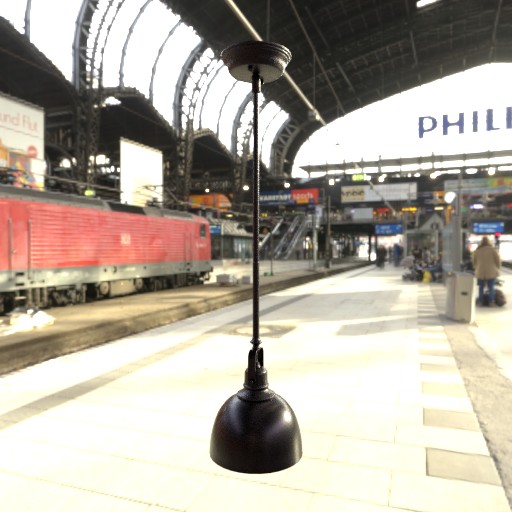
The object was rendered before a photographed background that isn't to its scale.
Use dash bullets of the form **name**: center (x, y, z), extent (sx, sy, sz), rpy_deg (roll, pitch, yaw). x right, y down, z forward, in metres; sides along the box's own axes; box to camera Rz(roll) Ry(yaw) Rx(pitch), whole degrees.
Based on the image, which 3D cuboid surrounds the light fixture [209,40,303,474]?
- **light fixture**: center (0.000, 0.000, 0.862), extent (0.182, 0.768, 0.182), rpy_deg (0, 1, 18)
